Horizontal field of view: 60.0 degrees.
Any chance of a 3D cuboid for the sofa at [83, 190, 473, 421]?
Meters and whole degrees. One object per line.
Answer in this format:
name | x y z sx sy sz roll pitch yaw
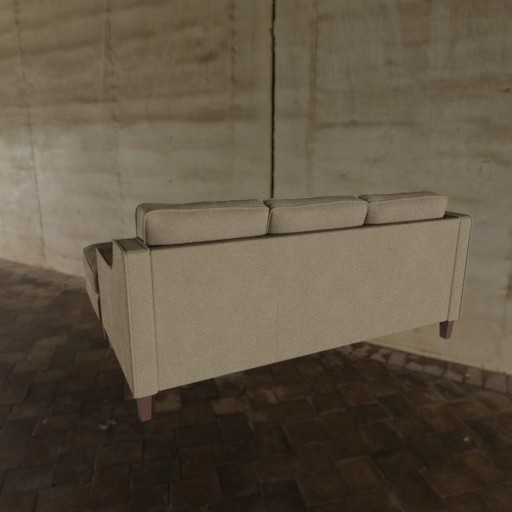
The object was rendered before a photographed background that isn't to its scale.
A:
sofa | 0.000 0.000 3.335 2.317 1.066 1.858 -7 16 -26
